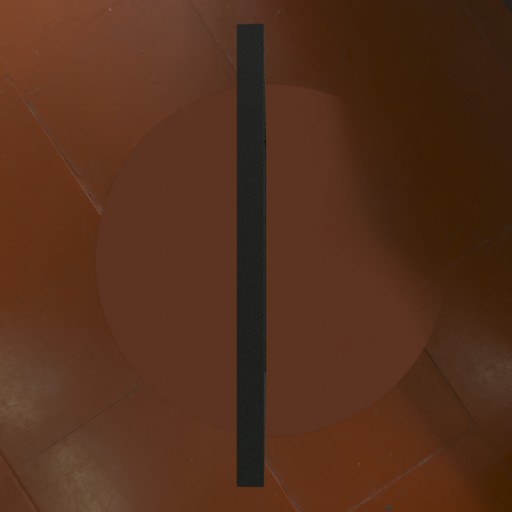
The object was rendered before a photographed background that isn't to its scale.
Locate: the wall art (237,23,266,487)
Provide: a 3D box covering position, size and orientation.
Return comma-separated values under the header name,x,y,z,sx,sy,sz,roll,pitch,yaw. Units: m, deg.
name,x,y,z,sx,sy,sz,roll,pitch,yaw
wall art,0.000,0.000,0.551,0.024,0.329,0.404,0,90,2
